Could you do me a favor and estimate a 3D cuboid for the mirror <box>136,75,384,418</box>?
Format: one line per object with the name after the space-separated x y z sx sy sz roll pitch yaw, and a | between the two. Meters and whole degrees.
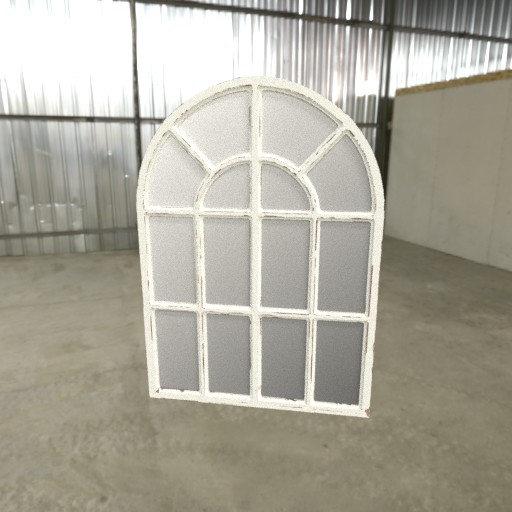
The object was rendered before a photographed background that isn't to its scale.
0.000 0.000 1.214 0.660 0.920 0.032 2 15 9 | mirror
